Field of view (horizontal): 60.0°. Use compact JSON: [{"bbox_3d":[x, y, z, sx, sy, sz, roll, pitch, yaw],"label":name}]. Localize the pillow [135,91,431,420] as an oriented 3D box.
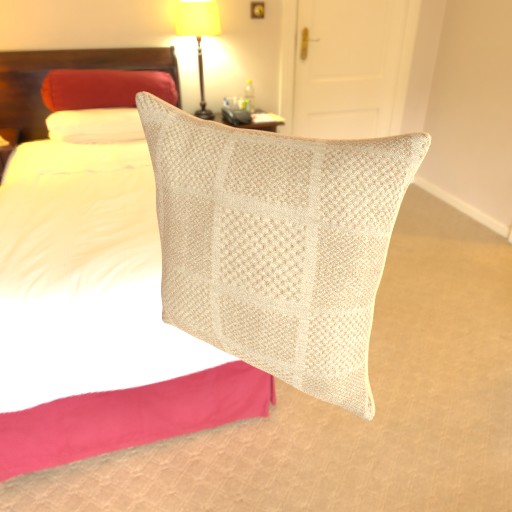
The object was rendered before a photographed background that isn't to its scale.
[{"bbox_3d":[0.000,0.000,0.671,0.436,0.432,0.138,19,35,29],"label":"pillow"}]
